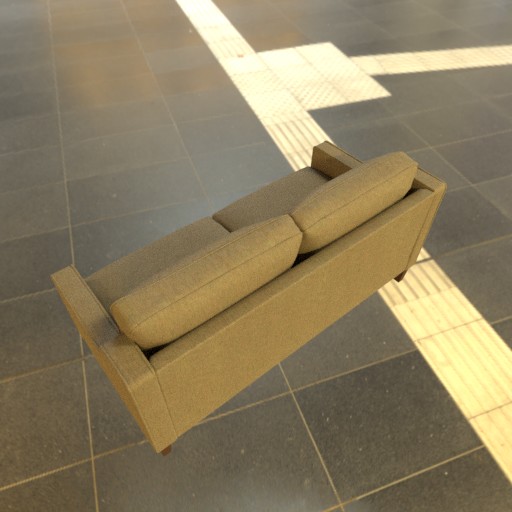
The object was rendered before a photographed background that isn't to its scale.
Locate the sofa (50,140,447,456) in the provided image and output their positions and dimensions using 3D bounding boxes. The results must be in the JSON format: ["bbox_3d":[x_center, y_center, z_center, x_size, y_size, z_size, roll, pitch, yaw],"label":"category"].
[{"bbox_3d":[0.000,0.000,2.800,2.181,1.074,1.073,-31,54,-26],"label":"sofa"}]
